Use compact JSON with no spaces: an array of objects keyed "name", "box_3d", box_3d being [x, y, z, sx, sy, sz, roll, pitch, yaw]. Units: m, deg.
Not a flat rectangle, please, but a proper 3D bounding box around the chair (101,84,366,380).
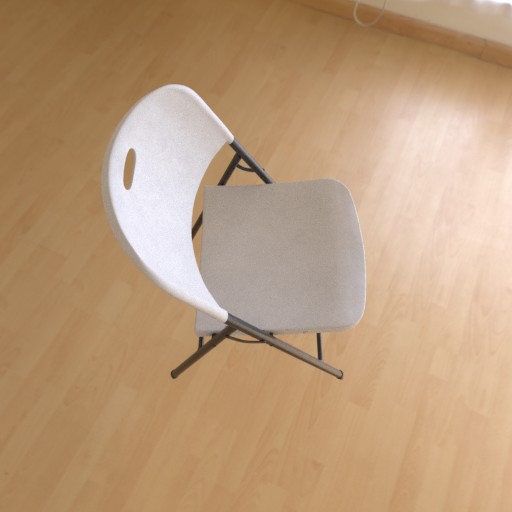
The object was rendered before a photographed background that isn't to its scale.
[{"name":"chair","box_3d":[0.000,0.000,1.174,0.566,0.810,0.494,0,64,0]}]
